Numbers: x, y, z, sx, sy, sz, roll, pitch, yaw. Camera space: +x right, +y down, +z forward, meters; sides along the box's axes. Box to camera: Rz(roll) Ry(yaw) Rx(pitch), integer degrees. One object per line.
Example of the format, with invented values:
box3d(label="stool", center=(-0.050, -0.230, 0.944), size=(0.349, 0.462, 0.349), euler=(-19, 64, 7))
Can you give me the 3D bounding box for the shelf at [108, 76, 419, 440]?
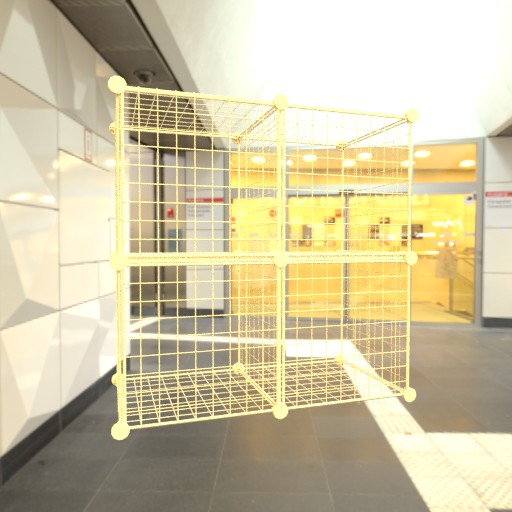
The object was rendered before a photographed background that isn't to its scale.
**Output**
box3d(label="shelf", center=(0.000, 0.000, 1.138), size=(0.711, 0.711, 0.356), euler=(-1, 2, -18))
